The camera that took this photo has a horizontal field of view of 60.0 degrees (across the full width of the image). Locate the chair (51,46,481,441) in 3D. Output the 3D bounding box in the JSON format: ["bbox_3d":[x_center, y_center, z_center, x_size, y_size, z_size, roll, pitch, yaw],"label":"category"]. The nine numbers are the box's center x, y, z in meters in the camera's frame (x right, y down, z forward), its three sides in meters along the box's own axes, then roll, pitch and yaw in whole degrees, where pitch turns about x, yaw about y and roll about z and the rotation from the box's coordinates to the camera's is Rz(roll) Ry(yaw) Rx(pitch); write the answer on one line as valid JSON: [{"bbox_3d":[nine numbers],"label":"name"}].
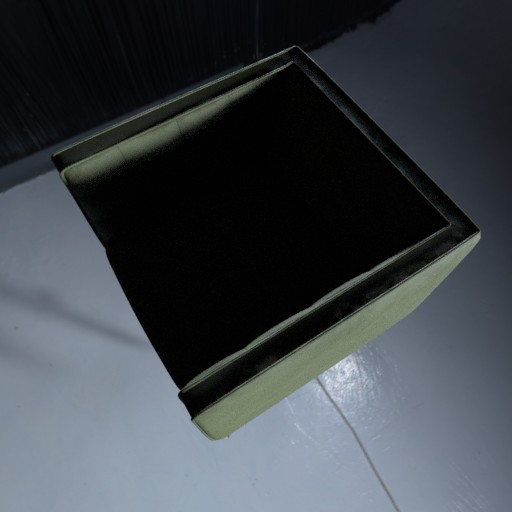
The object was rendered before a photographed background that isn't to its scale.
[{"bbox_3d":[0.000,0.000,1.544,0.894,0.790,0.880,-30,67,-14],"label":"chair"}]
